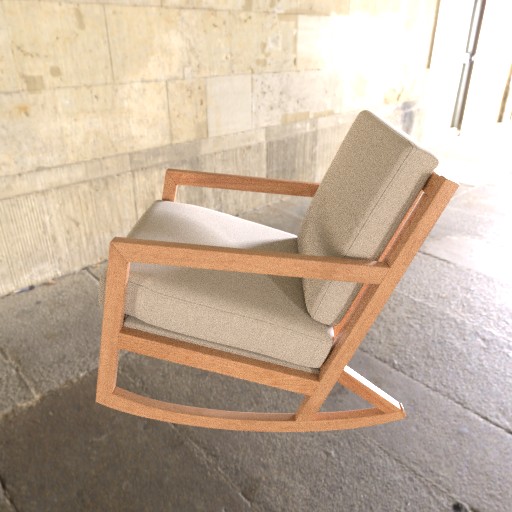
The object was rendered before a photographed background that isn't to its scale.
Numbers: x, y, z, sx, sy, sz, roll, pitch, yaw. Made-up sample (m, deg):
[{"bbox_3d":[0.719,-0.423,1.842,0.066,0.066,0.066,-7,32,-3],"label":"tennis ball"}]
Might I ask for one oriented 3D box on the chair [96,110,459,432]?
[{"bbox_3d":[0.000,0.000,1.344,0.857,0.790,0.622,1,26,2],"label":"chair"}]
